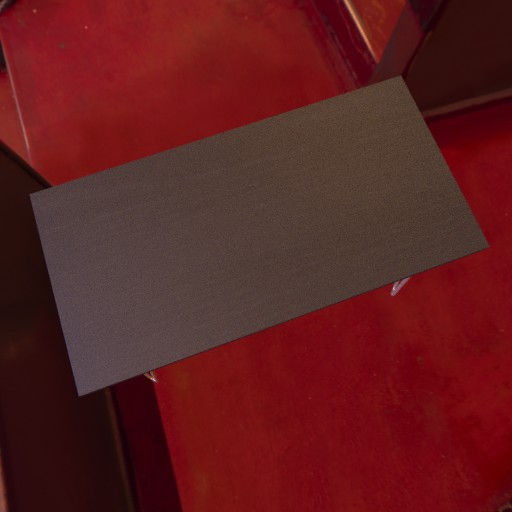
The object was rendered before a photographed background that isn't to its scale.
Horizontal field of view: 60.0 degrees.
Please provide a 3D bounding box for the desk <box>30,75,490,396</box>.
[{"bbox_3d":[0.000,0.000,1.379,0.991,0.660,0.499,-19,76,-5],"label":"desk"}]
